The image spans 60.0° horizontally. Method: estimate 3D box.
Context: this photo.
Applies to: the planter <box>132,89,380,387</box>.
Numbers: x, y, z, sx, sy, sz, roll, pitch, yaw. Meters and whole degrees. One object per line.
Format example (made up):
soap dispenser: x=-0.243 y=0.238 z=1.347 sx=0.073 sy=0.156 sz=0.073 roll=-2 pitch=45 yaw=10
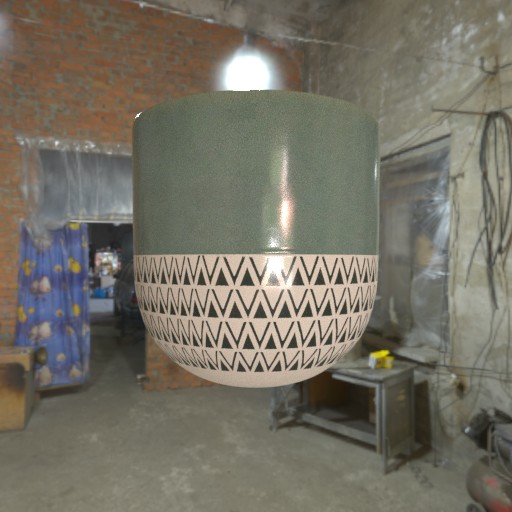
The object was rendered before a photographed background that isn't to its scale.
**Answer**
planter: x=0.000 y=0.000 z=0.492 sx=0.266 sy=0.270 sz=0.266 roll=0 pitch=-1 yaw=0
